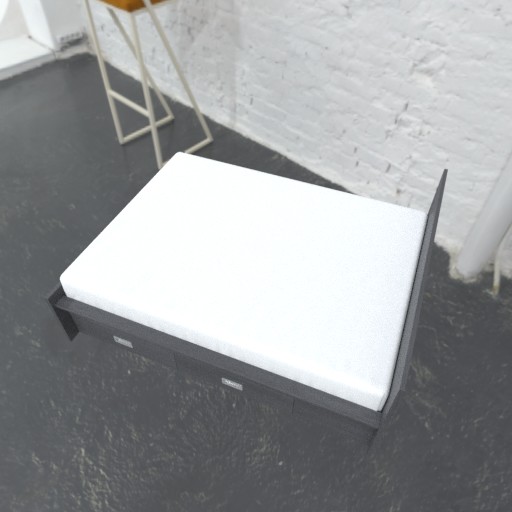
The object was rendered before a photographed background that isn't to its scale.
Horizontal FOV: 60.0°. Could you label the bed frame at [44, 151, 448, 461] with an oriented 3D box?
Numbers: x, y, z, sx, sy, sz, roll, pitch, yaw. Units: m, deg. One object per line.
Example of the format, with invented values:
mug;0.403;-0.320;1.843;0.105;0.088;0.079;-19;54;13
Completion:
bed frame;0.000;0.000;2.837;1.960;0.800;1.622;17;49;15
